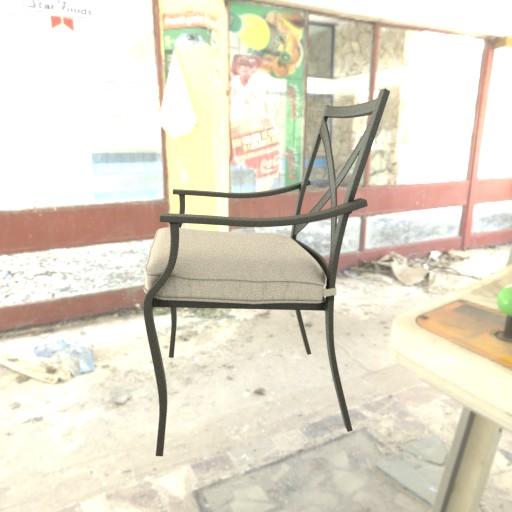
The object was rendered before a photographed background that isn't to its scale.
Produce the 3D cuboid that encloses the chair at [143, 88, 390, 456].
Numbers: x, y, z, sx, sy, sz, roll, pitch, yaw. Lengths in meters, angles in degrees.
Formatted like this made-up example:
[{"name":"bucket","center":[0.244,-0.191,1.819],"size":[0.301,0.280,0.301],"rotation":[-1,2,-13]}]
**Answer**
[{"name":"chair","center":[0.000,0.000,1.313],"size":[0.620,0.889,0.575],"rotation":[-2,15,-7]}]
